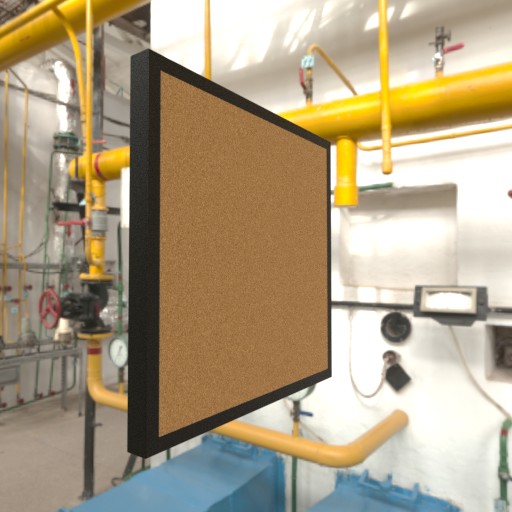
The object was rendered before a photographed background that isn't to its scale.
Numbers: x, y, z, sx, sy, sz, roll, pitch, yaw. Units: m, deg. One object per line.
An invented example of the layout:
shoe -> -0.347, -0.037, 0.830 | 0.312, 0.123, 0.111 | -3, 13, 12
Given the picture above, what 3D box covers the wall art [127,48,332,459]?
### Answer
wall art -> 0.000, 0.000, 0.762 | 0.036, 0.508, 0.508 | -1, -2, 36
